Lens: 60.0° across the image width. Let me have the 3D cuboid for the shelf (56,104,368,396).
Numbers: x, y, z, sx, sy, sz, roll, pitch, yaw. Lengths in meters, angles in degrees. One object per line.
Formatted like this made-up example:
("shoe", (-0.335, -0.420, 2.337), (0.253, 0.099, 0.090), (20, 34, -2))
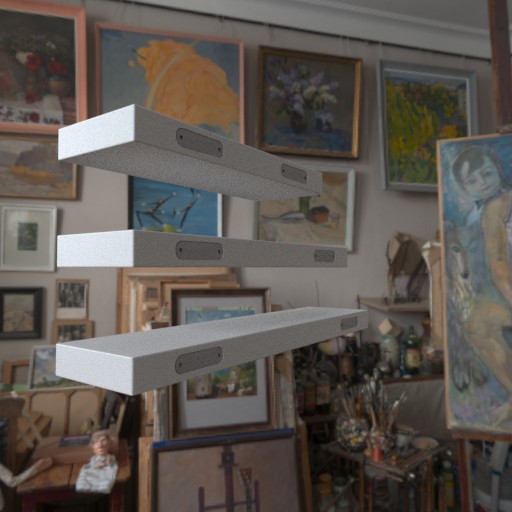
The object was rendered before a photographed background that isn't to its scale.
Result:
("shelf", (0.000, 0.000, 0.730), (0.140, 0.293, 0.610), (-1, -2, 36))
